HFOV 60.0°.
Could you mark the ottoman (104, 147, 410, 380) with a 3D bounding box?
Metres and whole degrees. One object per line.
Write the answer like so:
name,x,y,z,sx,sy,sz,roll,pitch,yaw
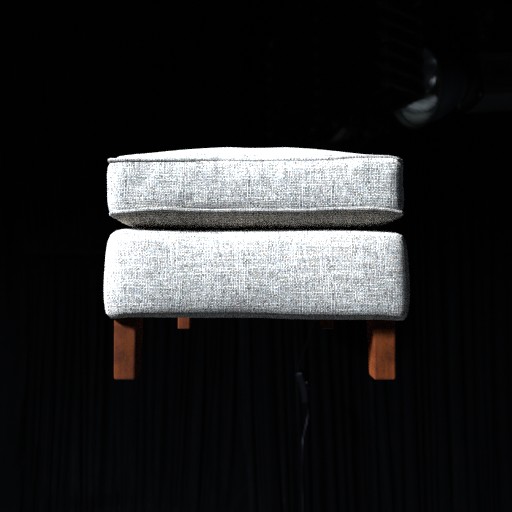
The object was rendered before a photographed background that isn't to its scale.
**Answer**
ottoman,0.000,0.000,1.011,0.508,0.406,0.686,0,-1,0
